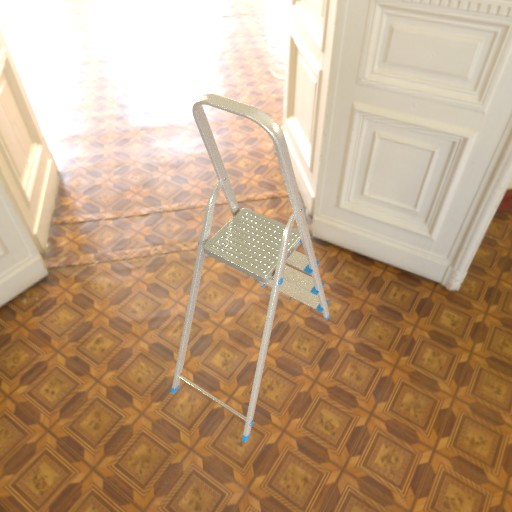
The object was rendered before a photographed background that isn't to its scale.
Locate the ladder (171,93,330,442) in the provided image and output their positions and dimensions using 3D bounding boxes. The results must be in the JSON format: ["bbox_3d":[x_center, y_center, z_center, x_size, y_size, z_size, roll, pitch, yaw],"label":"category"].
[{"bbox_3d":[0.000,0.000,1.796,0.445,1.434,0.842,25,51,22],"label":"ladder"}]
